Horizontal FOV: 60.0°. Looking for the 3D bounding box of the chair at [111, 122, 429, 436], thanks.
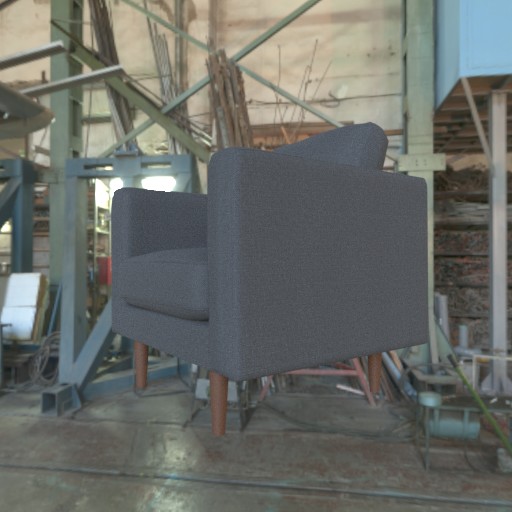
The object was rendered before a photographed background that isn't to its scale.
[{"bbox_3d":[0.000,0.000,1.544,0.800,0.927,0.854,0,-1,-36],"label":"chair"}]
